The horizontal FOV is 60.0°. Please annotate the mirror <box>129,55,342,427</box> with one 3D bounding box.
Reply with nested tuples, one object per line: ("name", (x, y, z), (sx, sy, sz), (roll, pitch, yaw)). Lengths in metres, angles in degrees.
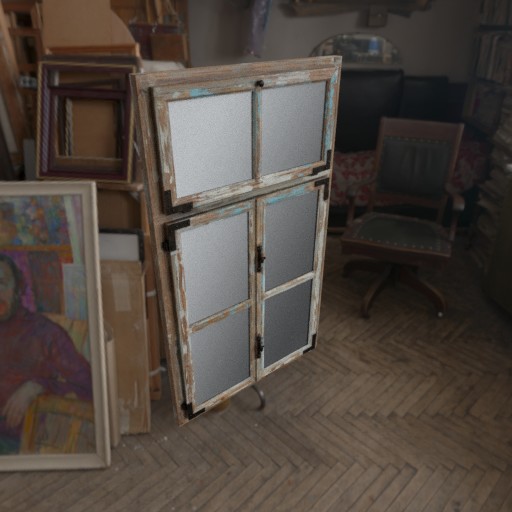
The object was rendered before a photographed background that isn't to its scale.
("mirror", (0.000, 0.000, 1.521), (0.707, 1.213, 0.083), (-21, 36, -32))
